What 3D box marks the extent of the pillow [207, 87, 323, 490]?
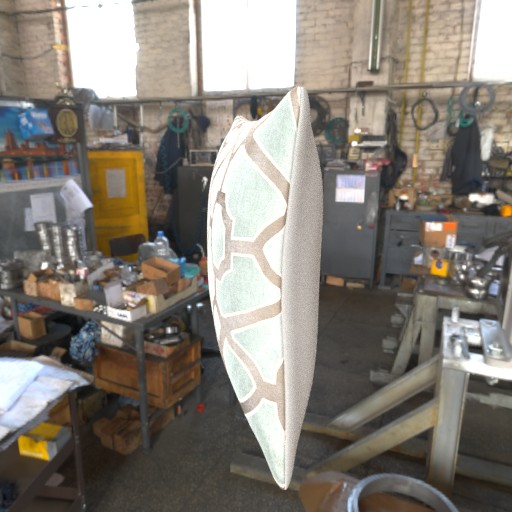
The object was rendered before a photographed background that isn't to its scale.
[{"bbox_3d":[0.000,0.000,0.789,0.166,0.508,0.552,-2,15,-9],"label":"pillow"}]
